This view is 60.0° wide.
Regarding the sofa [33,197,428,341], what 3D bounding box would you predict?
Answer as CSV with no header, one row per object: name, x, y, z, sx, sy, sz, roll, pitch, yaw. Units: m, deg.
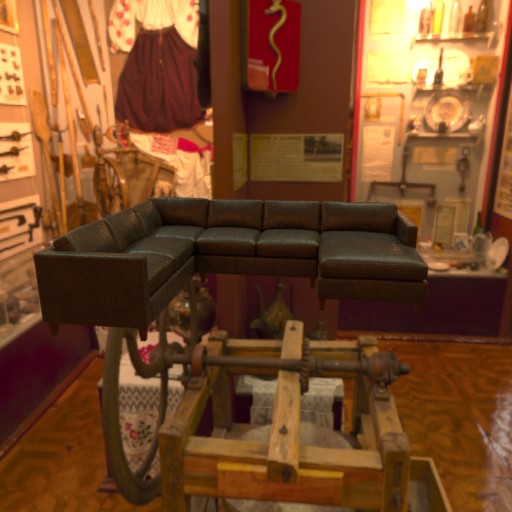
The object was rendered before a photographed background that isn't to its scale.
sofa,0.000,0.000,4.613,3.324,0.891,2.452,2,16,8
